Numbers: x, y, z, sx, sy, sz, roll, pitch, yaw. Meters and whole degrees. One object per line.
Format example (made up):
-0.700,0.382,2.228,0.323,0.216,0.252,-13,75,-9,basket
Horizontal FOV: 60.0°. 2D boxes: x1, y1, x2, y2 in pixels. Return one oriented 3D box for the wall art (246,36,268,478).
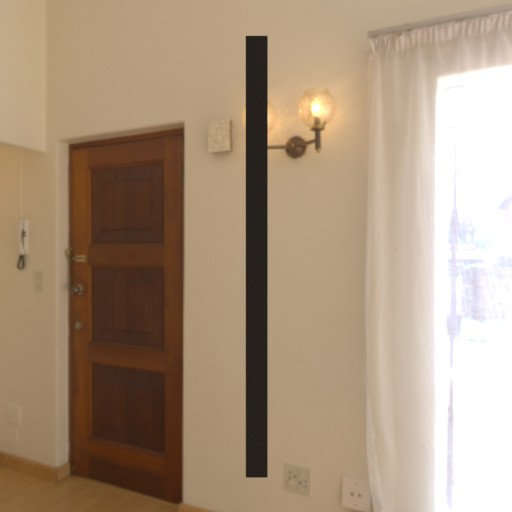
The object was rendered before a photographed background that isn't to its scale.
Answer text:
0.000,0.000,0.458,0.015,0.304,0.306,0,0,0,wall art
